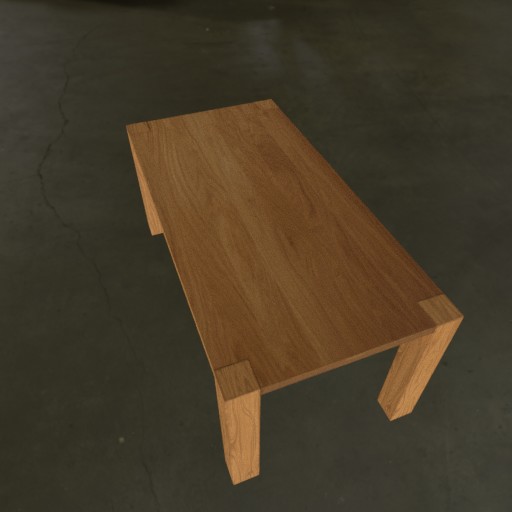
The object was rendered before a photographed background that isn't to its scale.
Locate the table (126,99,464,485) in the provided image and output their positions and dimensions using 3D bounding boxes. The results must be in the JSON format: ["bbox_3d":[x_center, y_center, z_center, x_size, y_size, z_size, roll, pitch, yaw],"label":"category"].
[{"bbox_3d":[0.000,0.000,2.328,0.900,0.760,1.800,-15,47,-15],"label":"table"}]
